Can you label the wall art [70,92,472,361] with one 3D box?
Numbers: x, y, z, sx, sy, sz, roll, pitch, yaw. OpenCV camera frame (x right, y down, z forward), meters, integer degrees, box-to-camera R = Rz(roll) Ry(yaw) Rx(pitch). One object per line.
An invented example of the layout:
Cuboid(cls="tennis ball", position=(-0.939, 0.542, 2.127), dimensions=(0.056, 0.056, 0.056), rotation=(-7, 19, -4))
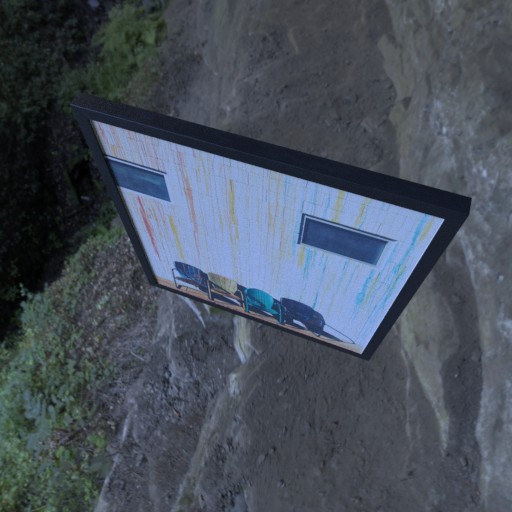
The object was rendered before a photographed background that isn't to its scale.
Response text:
Cuboid(cls="wall art", position=(0.000, 0.000, 1.132), dimensions=(0.763, 0.763, 0.039), rotation=(18, 60, 10))
